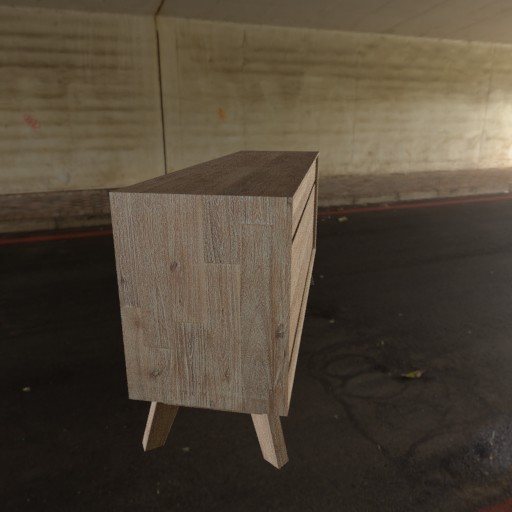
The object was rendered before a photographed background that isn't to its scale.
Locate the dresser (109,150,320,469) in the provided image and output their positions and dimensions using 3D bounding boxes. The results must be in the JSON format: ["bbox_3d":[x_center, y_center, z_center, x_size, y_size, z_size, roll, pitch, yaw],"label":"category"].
[{"bbox_3d":[0.000,0.000,1.925,0.455,0.788,1.602,3,17,10],"label":"dresser"}]
